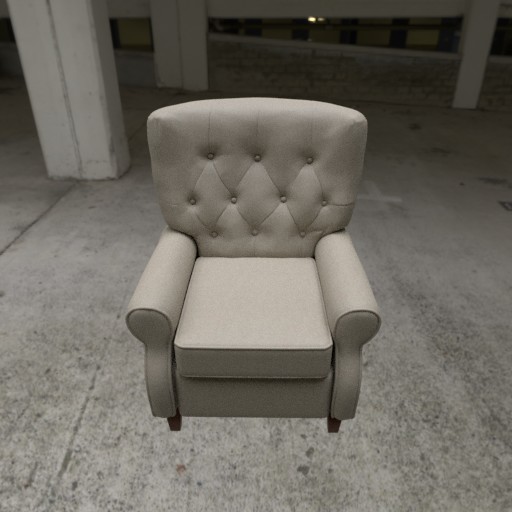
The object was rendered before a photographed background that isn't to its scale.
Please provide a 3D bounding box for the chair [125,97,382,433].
[{"bbox_3d":[0.000,0.000,1.897,0.943,1.158,1.059,1,29,1],"label":"chair"}]
